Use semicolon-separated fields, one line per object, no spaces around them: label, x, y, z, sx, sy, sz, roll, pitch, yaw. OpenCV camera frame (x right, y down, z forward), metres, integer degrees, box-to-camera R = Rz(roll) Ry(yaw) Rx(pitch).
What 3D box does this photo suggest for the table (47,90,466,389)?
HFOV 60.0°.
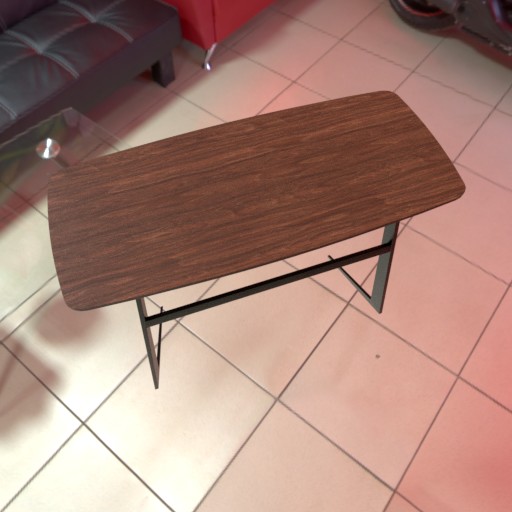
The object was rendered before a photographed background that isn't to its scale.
table;0.000;0.000;1.132;0.804;0.576;0.361;-17;61;-10
